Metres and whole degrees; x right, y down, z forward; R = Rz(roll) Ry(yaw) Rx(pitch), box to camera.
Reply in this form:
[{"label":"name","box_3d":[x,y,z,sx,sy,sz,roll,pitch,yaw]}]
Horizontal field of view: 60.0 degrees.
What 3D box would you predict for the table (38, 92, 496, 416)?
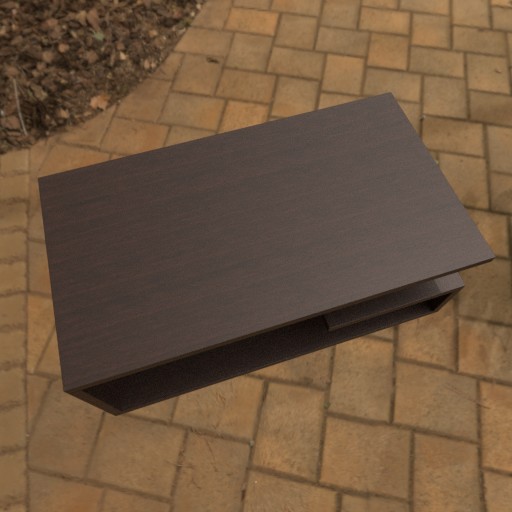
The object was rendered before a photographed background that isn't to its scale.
[{"label":"table","box_3d":[0.000,0.000,1.347,1.050,0.460,0.590,-16,64,-8]}]
